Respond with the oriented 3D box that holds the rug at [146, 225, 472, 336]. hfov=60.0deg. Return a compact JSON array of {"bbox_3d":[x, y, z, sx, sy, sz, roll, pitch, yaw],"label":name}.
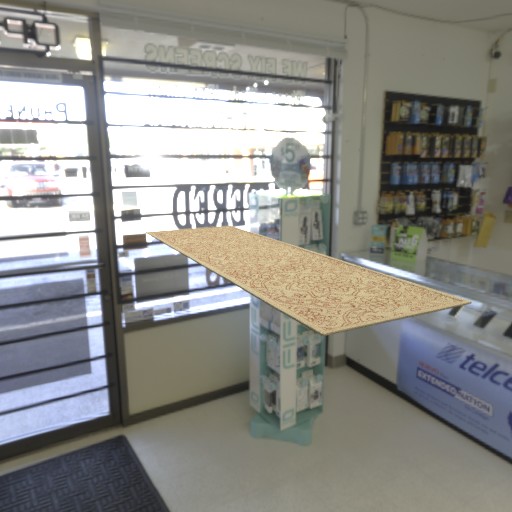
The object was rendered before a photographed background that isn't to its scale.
[{"bbox_3d":[0.000,0.000,2.736,0.769,0.012,2.448,-6,14,-27],"label":"rug"}]
